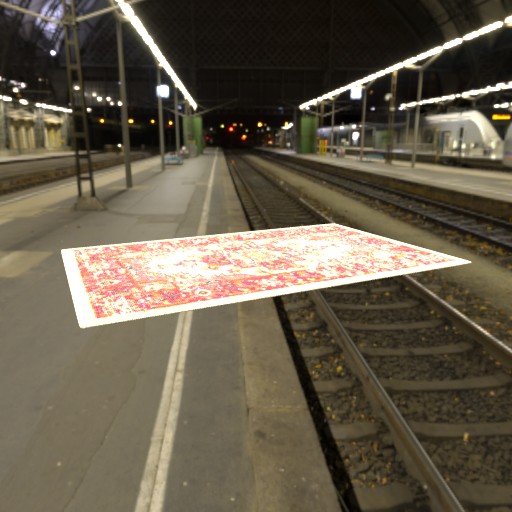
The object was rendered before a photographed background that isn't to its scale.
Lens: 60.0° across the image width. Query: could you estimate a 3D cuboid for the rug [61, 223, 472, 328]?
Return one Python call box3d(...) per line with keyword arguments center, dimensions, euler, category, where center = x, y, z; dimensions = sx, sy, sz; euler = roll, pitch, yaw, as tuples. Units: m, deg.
box3d(center=(0.000, 0.000, 1.104), dimensions=(0.868, 0.004, 0.556), euler=(-7, 16, -25), category="rug")
